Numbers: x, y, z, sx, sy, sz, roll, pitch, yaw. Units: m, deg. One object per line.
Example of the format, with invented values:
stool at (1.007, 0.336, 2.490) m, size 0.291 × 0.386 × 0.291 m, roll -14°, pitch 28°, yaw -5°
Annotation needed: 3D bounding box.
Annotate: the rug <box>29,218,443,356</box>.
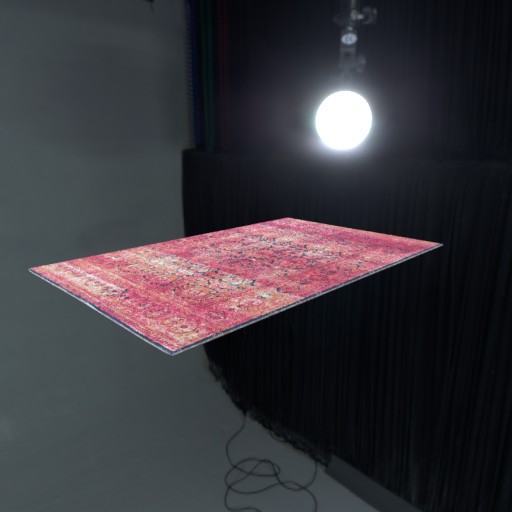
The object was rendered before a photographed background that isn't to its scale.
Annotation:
rug at (0.000, 0.000, 3.029) m, size 1.539 × 0.018 × 2.449 m, roll 15°, pitch 21°, yaw 43°
